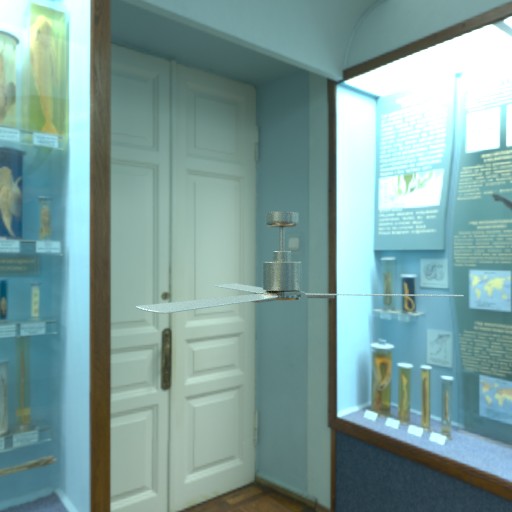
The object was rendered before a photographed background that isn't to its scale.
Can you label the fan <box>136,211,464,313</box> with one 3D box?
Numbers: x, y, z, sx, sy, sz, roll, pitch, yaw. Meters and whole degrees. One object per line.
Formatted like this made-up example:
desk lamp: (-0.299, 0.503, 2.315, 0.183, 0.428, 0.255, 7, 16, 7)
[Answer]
fan: (0.000, 0.000, 2.357, 1.561, 0.446, 1.531, 0, 0, -36)
